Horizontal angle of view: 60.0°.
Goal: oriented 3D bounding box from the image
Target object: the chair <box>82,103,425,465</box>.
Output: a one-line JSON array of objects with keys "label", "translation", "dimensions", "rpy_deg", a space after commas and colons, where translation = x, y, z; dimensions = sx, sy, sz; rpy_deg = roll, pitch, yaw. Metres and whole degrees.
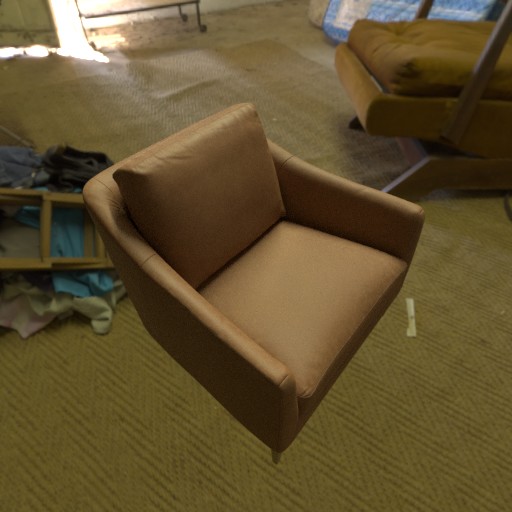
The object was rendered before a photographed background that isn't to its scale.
[{"label": "chair", "translation": [0.000, 0.000, 1.723], "dimensions": [0.963, 0.895, 0.988], "rpy_deg": [27, 48, 27]}]
